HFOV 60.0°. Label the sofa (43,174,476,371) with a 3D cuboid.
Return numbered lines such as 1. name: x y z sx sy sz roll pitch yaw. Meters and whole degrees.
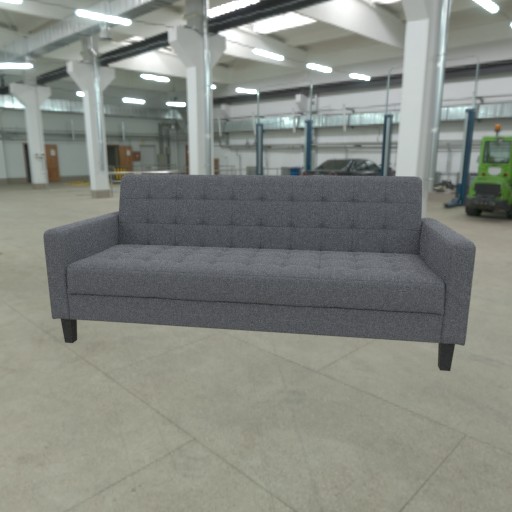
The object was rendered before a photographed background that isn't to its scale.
1. sofa: 0.000 0.000 2.436 2.040 0.850 0.810 2 13 9
